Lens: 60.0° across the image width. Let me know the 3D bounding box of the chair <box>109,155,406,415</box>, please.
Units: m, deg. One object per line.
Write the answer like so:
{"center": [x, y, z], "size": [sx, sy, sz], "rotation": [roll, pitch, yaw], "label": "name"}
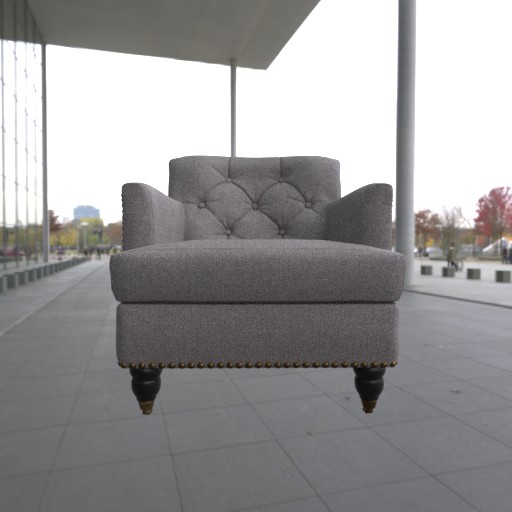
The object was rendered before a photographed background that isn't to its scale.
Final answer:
{"center": [0.000, 0.000, 1.501], "size": [0.737, 0.823, 0.902], "rotation": [0, 1, -1], "label": "chair"}
